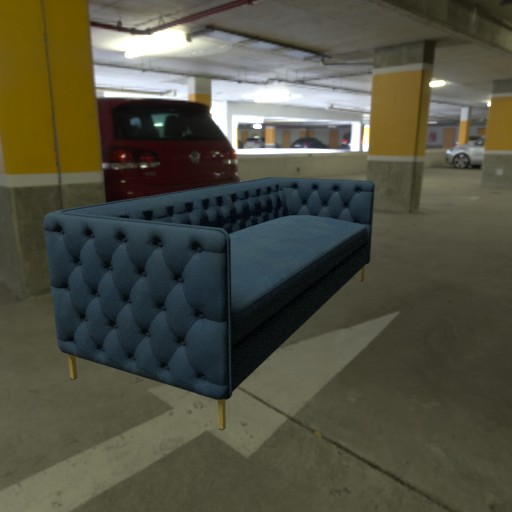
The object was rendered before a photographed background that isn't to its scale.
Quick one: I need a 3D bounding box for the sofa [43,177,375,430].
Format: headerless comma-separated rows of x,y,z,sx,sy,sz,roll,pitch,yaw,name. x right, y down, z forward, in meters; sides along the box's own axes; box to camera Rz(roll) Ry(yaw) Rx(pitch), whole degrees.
0.000,0.000,2.645,0.895,0.771,2.209,7,16,27,sofa
